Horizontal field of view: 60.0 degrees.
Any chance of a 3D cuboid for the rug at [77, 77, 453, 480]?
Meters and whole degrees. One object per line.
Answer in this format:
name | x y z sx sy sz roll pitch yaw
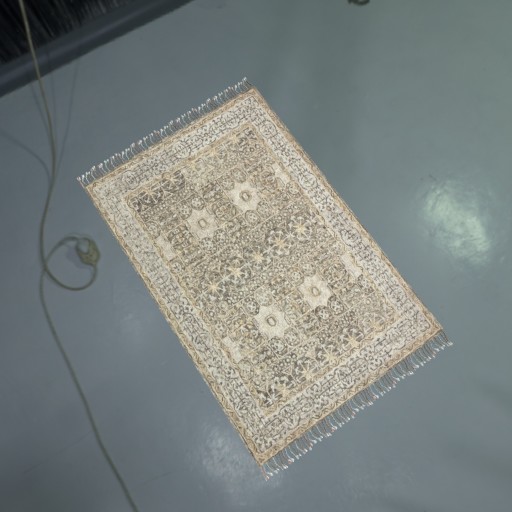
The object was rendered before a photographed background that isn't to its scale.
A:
rug | 0.000 0.000 2.539 1.237 0.010 2.029 -33 78 -8
